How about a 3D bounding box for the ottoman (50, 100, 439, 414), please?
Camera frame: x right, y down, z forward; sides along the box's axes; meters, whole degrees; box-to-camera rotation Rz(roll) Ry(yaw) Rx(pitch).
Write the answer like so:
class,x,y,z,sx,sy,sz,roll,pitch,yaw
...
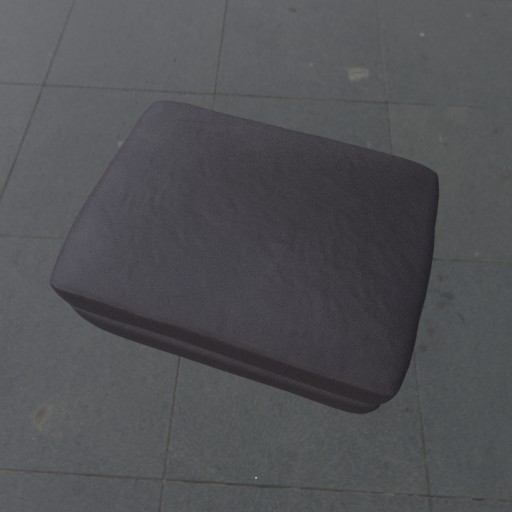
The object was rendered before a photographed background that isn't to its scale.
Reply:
class,x,y,z,sx,sy,sz,roll,pitch,yaw
ottoman,0.000,0.000,1.287,0.887,0.529,0.659,16,65,8
